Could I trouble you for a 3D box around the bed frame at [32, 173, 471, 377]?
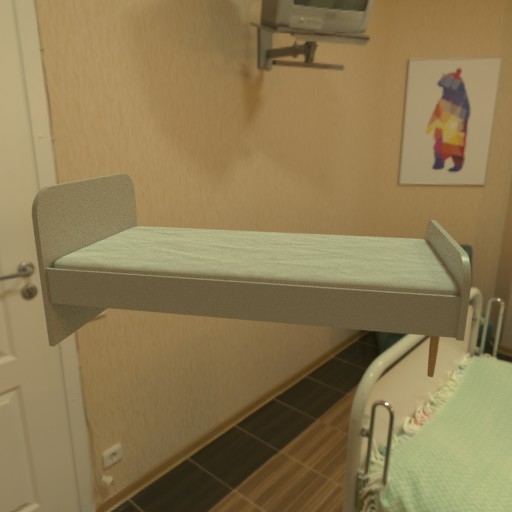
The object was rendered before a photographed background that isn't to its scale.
[{"bbox_3d":[0.000,0.000,2.448,1.963,0.805,0.998,3,16,11],"label":"bed frame"}]
